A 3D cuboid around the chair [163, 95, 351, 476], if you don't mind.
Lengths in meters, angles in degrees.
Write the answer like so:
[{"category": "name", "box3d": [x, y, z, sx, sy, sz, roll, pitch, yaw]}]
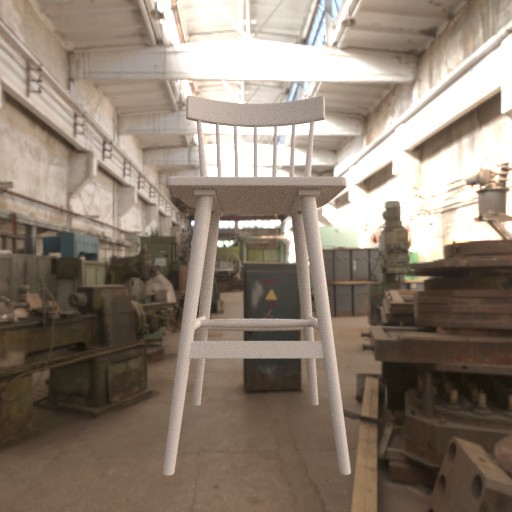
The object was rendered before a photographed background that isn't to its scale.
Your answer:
[{"category": "chair", "box3d": [0.000, 0.000, 1.378, 0.483, 1.092, 0.572, 0, -1, -1]}]
